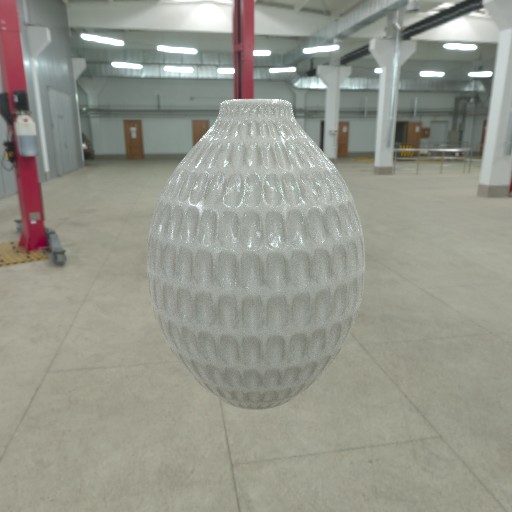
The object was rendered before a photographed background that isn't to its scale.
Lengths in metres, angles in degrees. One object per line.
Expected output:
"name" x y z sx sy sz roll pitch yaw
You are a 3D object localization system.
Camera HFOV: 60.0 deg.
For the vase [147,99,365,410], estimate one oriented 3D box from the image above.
"vase" 0.000 0.000 0.337 0.162 0.223 0.162 0 16 0
